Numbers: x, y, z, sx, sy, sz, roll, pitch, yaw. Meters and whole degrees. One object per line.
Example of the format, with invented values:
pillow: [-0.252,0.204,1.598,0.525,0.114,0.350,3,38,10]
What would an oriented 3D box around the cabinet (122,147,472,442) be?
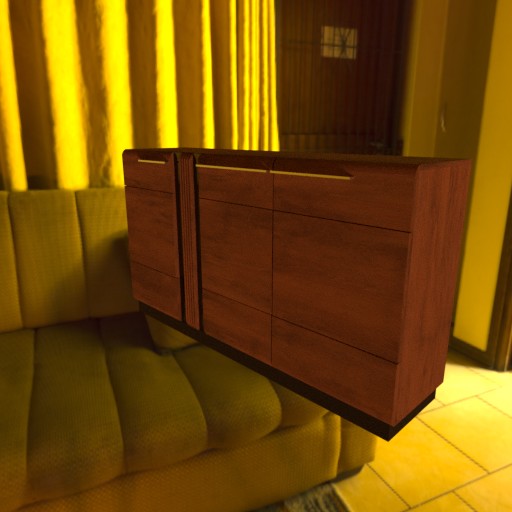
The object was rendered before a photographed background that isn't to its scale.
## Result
cabinet: [0.000,0.000,1.987,0.420,0.900,1.600,-15,21,-43]
